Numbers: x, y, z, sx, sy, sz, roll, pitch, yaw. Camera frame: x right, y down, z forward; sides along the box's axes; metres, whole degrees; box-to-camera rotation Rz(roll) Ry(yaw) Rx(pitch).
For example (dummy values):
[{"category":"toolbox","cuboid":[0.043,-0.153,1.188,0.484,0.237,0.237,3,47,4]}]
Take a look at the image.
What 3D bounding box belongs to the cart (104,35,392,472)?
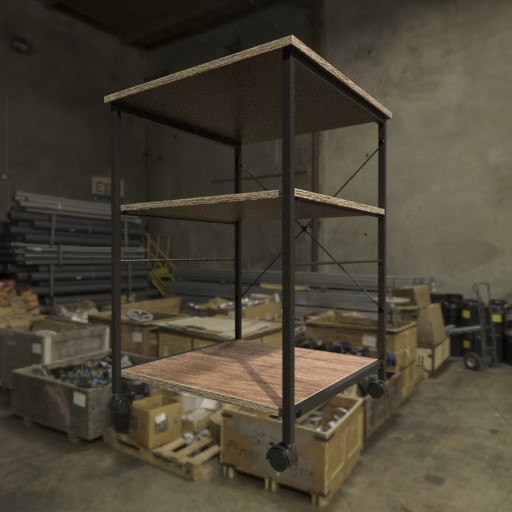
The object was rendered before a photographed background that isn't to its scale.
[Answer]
[{"category":"cart","cuboid":[0.000,0.000,1.123,0.521,0.762,0.520,0,0,35]}]
